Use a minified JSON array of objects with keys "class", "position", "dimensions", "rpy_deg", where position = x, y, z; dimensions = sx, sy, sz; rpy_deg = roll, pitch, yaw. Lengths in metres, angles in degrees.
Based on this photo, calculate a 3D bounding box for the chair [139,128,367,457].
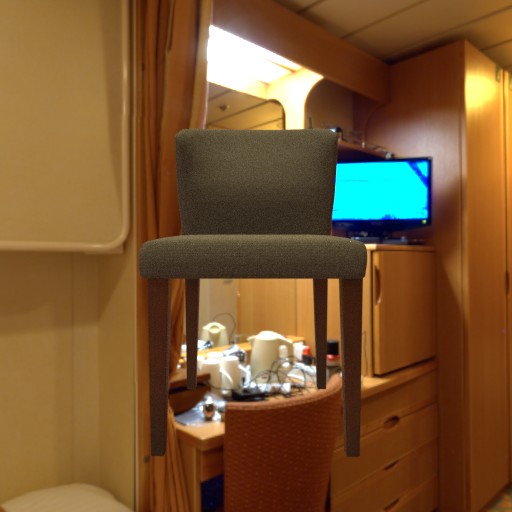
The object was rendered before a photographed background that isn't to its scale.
[{"class":"chair","position":[0.000,0.000,1.191],"dimensions":[0.491,0.839,0.589],"rpy_deg":[0,-1,0]}]
